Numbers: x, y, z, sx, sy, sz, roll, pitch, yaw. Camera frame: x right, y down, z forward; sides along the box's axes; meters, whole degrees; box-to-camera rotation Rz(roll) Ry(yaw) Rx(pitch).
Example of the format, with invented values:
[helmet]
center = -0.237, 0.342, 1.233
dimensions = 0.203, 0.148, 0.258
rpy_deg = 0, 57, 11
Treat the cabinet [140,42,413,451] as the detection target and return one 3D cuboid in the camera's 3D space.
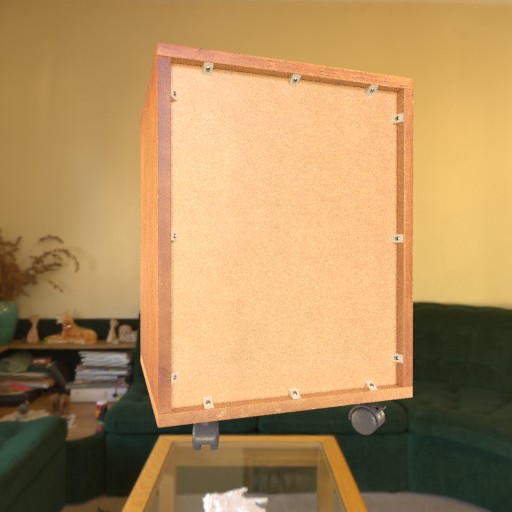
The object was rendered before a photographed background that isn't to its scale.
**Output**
[cabinet]
center = 0.000, 0.000, 0.851
dimensions = 0.409, 0.579, 0.401
rpy_deg = 0, 0, -18
